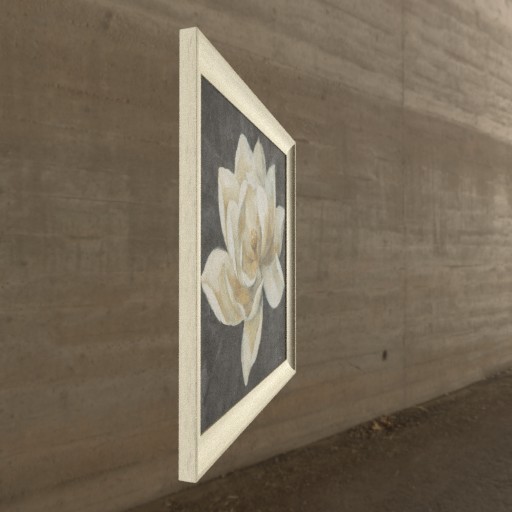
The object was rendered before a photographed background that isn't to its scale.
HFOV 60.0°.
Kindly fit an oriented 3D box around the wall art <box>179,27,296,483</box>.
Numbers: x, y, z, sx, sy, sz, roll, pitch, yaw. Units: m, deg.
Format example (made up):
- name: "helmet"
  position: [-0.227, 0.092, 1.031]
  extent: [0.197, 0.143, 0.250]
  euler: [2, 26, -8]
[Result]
- name: "wall art"
  position: [0.000, 0.000, 1.477]
  extent: [0.045, 1.016, 1.016]
  euler: [0, -1, 18]
